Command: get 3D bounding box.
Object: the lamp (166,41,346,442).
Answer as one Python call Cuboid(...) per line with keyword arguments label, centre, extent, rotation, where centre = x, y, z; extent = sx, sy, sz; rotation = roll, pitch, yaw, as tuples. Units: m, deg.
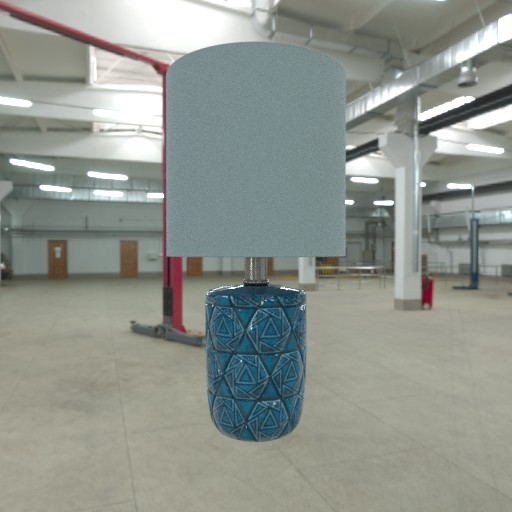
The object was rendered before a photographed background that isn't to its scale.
Cuboid(label="lamp", centre=(0.000, 0.000, 0.486), extent=(0.193, 0.377, 0.193), rotation=(0, 1, 35))
